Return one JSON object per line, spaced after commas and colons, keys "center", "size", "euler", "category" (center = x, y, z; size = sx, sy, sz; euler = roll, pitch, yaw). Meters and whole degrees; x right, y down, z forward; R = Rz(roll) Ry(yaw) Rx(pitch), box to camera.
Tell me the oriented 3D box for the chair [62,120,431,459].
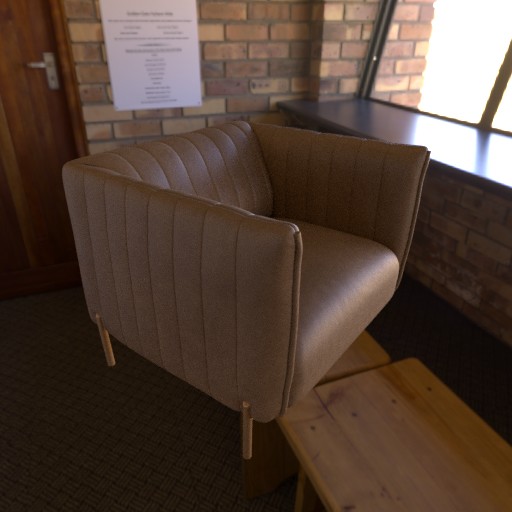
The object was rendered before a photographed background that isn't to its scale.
{"center": [0.000, 0.000, 1.634], "size": [0.876, 0.779, 0.981], "euler": [19, 33, 32], "category": "chair"}
